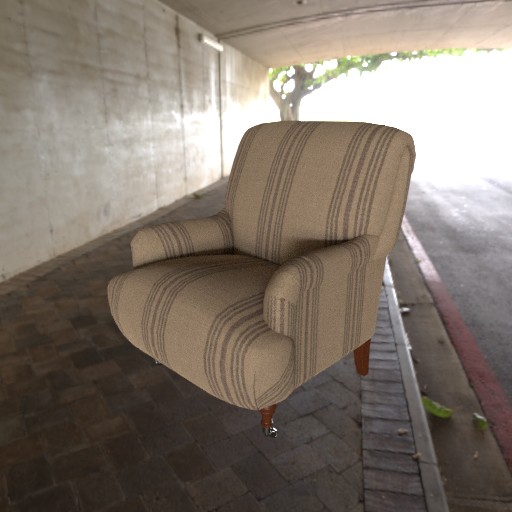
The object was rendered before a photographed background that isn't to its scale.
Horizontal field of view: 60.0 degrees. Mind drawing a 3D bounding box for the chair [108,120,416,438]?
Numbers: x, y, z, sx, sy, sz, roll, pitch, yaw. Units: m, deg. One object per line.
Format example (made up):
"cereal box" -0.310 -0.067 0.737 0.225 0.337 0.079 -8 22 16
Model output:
"chair" 0.000 0.000 1.614 0.813 0.940 0.914 16 23 42
